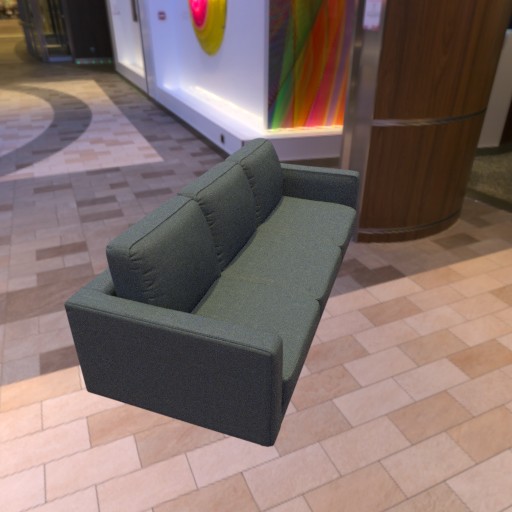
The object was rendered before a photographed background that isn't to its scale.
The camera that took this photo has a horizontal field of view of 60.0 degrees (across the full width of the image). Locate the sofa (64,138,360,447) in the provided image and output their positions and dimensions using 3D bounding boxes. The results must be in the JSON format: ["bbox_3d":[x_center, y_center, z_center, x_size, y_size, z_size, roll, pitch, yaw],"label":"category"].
[{"bbox_3d":[0.000,0.000,2.588,0.935,0.945,2.013,10,31,17],"label":"sofa"}]
